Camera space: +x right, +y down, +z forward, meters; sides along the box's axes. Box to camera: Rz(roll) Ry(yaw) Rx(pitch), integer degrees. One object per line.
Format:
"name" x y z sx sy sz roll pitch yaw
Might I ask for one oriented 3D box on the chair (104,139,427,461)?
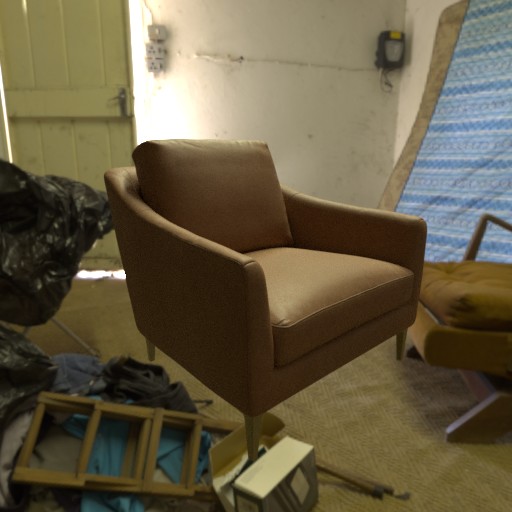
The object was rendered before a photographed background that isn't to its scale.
"chair" 0.000 0.000 1.739 0.988 0.895 0.963 -13 19 -43
